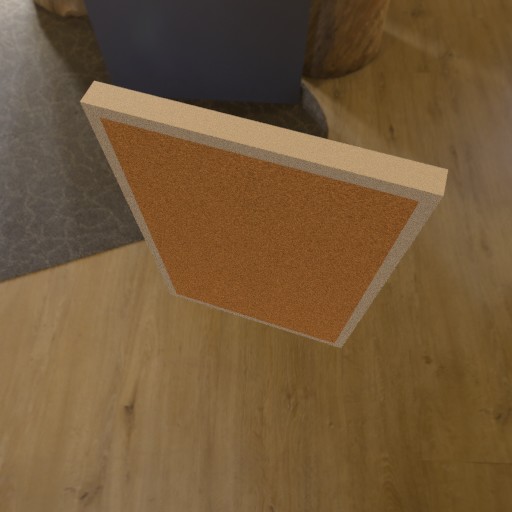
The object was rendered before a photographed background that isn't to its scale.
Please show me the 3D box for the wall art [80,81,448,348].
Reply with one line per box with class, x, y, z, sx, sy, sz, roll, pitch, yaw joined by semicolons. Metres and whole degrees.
wall art;0.000;0.000;0.824;0.450;0.657;0.038;16;65;8
